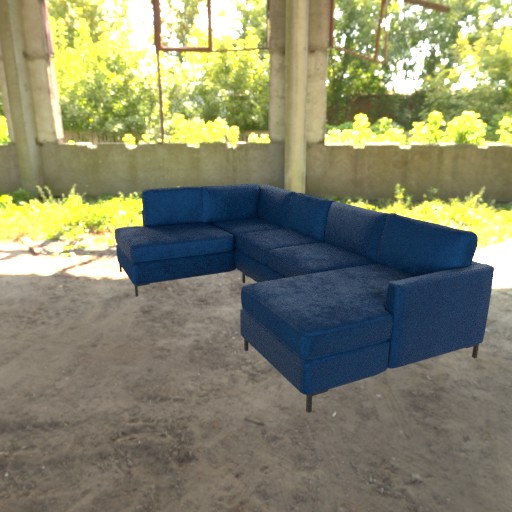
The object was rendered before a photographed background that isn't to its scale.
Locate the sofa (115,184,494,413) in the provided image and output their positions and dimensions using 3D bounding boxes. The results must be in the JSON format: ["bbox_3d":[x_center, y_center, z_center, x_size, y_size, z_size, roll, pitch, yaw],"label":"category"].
[{"bbox_3d":[0.000,0.000,4.184,2.055,0.992,3.434,-8,17,-25],"label":"sofa"}]
